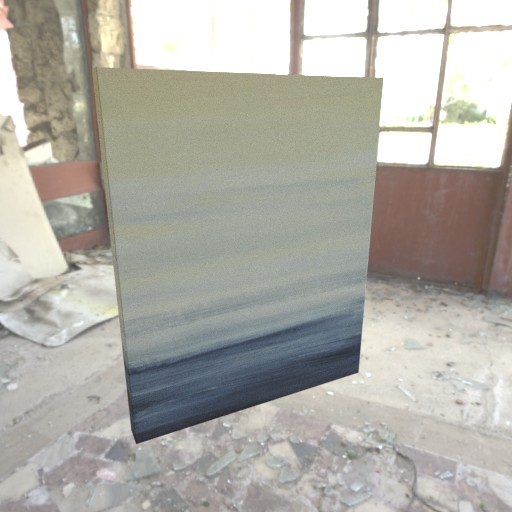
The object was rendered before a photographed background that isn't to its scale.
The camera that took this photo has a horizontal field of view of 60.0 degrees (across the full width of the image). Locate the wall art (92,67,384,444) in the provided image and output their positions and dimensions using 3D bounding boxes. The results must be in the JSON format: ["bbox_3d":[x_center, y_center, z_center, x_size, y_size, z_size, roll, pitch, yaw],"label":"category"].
[{"bbox_3d":[0.000,0.000,0.799,0.489,0.608,0.040,-9,21,-25],"label":"wall art"}]
